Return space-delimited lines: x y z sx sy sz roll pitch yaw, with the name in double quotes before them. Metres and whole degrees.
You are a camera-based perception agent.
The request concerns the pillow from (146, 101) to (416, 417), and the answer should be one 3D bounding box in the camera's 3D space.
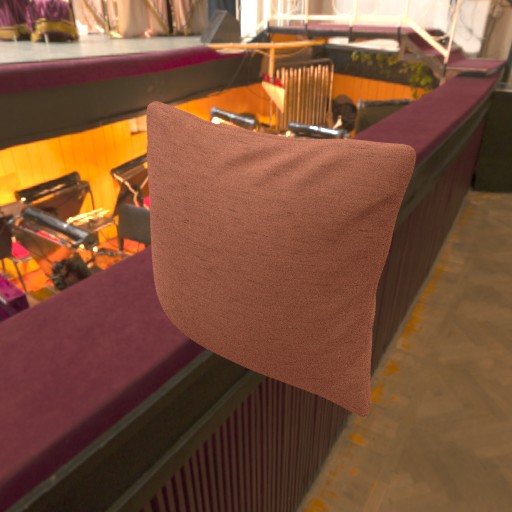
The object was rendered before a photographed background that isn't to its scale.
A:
"pillow" 0.000 0.000 0.687 0.432 0.415 0.246 21 35 32
